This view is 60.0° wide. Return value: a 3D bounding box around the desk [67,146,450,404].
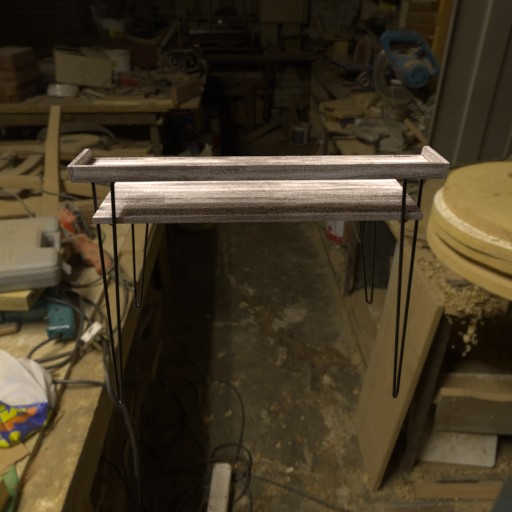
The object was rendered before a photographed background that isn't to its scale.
[{"bbox_3d":[0.000,0.000,1.655,1.135,0.899,0.605,-1,31,-1],"label":"desk"}]
